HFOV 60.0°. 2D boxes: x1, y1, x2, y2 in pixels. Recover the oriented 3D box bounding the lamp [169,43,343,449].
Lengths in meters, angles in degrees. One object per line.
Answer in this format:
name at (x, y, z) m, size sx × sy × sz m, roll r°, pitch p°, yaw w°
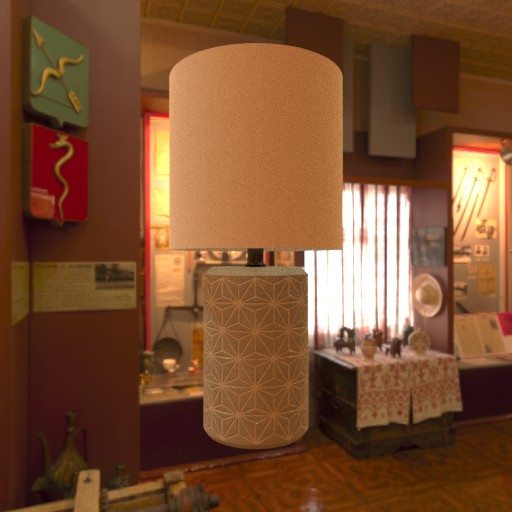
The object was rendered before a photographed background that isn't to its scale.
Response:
lamp at (0.000, 0.000, 0.536) m, size 0.206 × 0.416 × 0.206 m, roll 0°, pitch 0°, yaw -18°
